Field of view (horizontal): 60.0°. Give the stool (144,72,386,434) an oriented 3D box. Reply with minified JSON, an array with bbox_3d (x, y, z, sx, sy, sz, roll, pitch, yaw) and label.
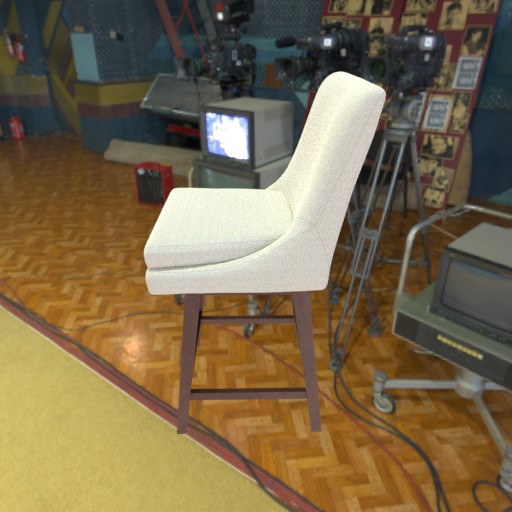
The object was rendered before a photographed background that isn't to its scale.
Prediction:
[{"bbox_3d":[0.000,0.000,1.319,0.559,0.991,0.483,0,27,-1],"label":"stool"}]
